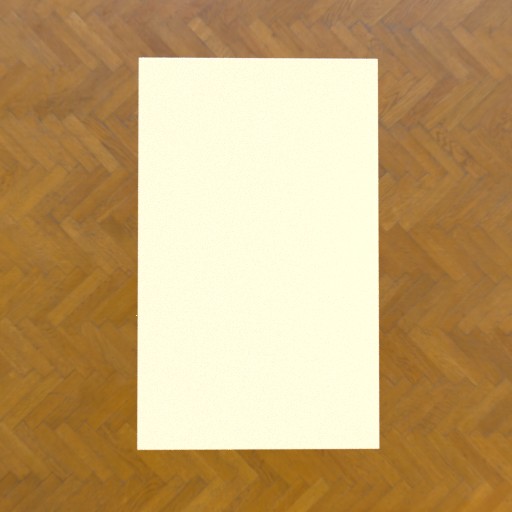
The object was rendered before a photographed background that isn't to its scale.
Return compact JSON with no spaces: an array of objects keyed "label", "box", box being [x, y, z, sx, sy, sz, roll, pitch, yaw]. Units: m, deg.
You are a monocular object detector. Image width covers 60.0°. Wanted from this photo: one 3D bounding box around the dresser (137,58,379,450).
[{"label":"dresser","box":[0.000,0.000,1.136,0.400,0.800,0.650,0,89,-1]}]
